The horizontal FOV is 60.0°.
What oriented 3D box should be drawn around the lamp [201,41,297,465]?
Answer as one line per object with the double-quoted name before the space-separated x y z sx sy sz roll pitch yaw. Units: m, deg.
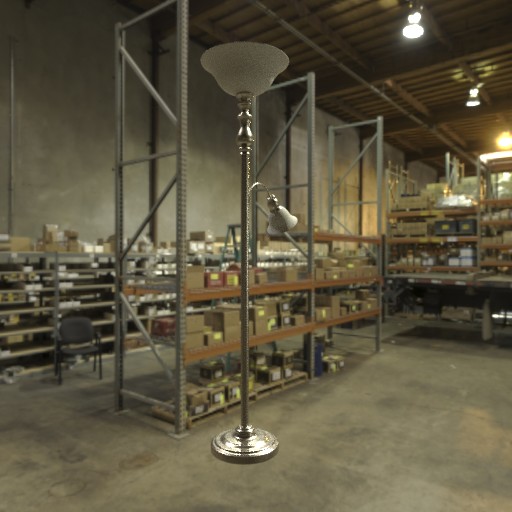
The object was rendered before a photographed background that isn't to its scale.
"lamp" 0.000 0.000 2.116 0.405 1.785 0.575 0 0 38
